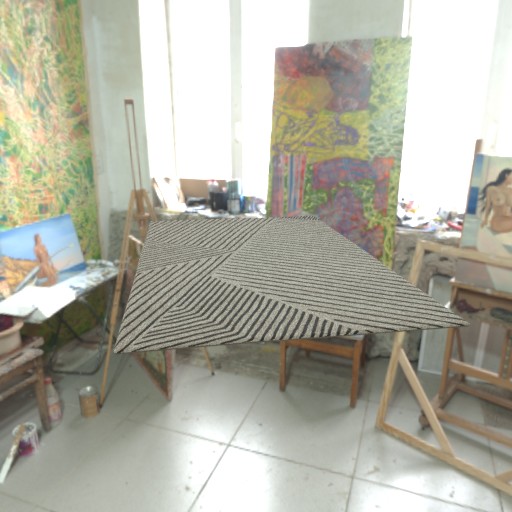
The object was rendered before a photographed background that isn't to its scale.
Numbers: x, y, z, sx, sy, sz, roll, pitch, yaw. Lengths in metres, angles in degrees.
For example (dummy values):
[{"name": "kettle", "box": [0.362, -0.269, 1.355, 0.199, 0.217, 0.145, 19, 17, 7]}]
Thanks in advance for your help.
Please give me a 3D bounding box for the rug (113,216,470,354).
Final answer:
[{"name": "rug", "box": [0.000, 0.000, 2.985, 1.539, 0.023, 2.406, -3, 17, -9]}]
